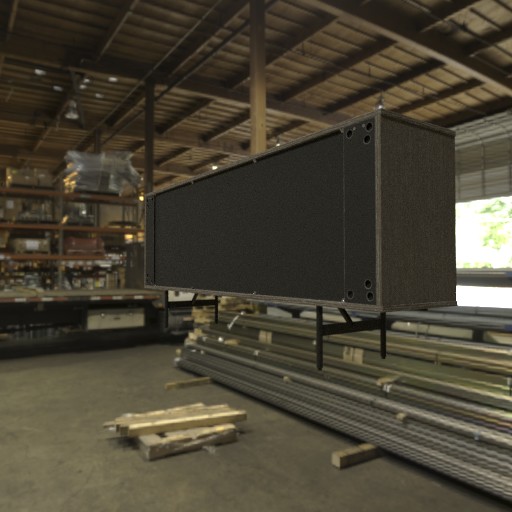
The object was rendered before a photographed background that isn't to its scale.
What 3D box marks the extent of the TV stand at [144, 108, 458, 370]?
[{"bbox_3d":[0.000,0.000,2.087,0.405,0.787,1.804,1,-2,-35],"label":"TV stand"}]
